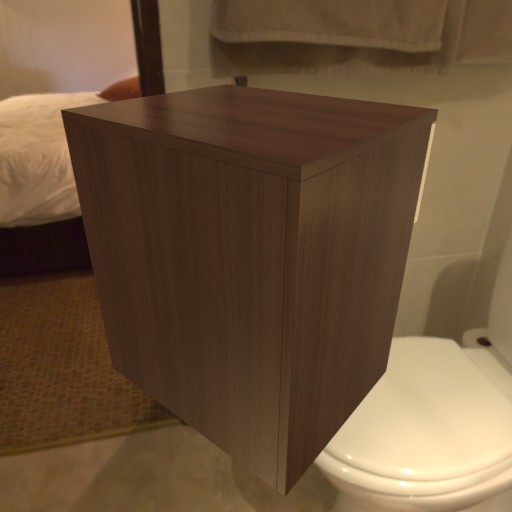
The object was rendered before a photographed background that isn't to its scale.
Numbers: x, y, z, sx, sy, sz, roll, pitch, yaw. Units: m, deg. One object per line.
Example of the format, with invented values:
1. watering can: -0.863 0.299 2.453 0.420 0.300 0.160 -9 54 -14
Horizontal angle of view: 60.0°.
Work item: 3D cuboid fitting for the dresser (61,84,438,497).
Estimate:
1. dresser: 0.000 0.000 0.732 0.400 0.470 0.360 21 35 34
